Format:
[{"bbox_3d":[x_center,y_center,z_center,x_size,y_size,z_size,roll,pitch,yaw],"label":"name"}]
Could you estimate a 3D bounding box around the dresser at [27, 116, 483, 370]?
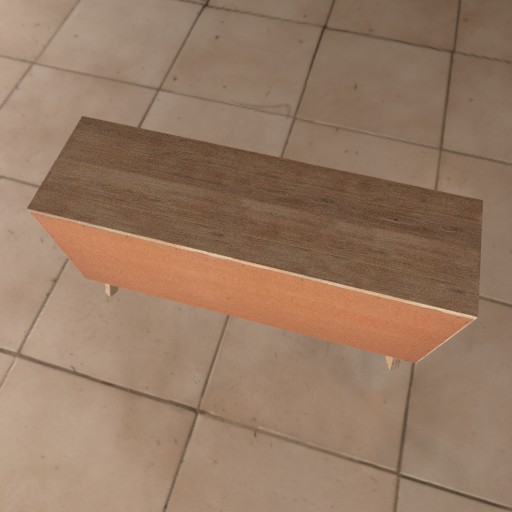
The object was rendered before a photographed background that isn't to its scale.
[{"bbox_3d":[0.000,0.000,1.929,1.554,0.805,0.455,13,64,7],"label":"dresser"}]
